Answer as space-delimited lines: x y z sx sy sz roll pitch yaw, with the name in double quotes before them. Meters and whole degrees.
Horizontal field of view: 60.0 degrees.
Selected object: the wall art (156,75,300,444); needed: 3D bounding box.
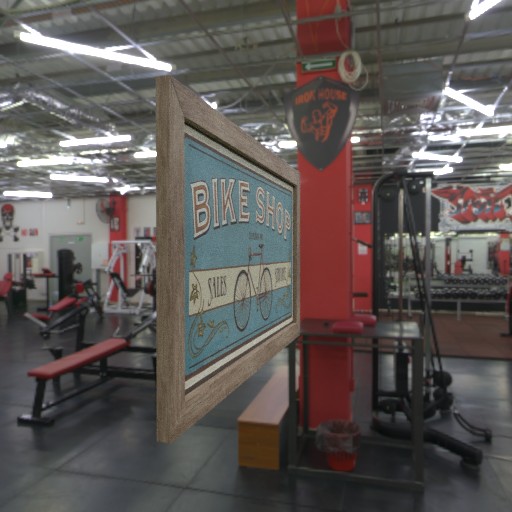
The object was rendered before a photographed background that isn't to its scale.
"wall art" 0.000 0.000 0.948 0.021 0.480 0.780 0 1 18
